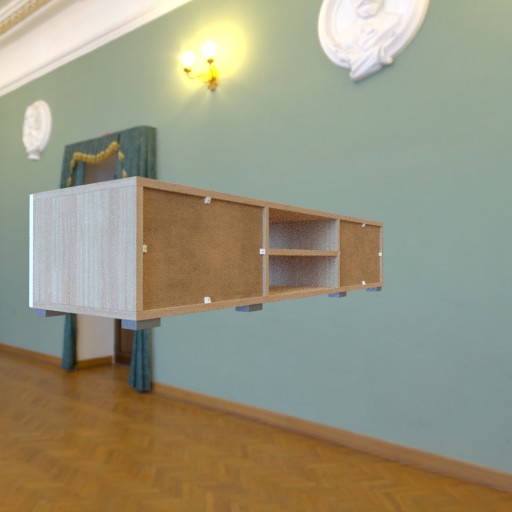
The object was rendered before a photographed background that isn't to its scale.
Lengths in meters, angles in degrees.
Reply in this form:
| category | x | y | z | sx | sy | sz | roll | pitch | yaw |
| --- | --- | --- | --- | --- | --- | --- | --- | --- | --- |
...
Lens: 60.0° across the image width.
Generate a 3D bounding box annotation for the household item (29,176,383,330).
| category | x | y | z | sx | sy | sz | roll | pitch | yaw |
| --- | --- | --- | --- | --- | --- | --- | --- | --- | --- |
| household item | 0.000 | 0.000 | 1.577 | 0.420 | 0.310 | 1.400 | 0 | -1 | 36 |
